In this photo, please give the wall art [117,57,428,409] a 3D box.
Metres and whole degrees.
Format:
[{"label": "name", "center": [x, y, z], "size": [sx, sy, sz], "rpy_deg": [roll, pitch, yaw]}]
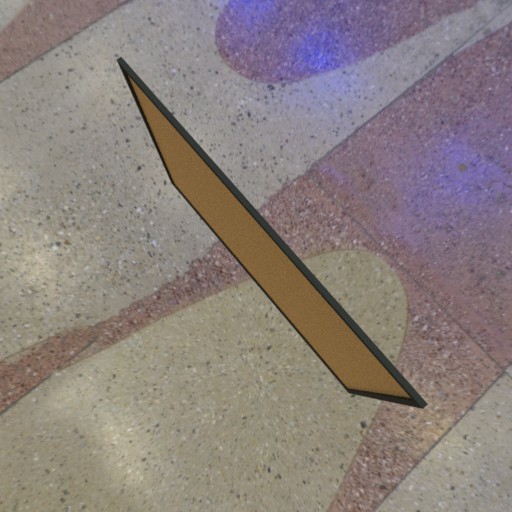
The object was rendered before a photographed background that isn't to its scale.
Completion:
[{"label": "wall art", "center": [0.000, 0.000, 1.220], "size": [0.013, 0.665, 0.963], "rpy_deg": [-39, 78, -9]}]
